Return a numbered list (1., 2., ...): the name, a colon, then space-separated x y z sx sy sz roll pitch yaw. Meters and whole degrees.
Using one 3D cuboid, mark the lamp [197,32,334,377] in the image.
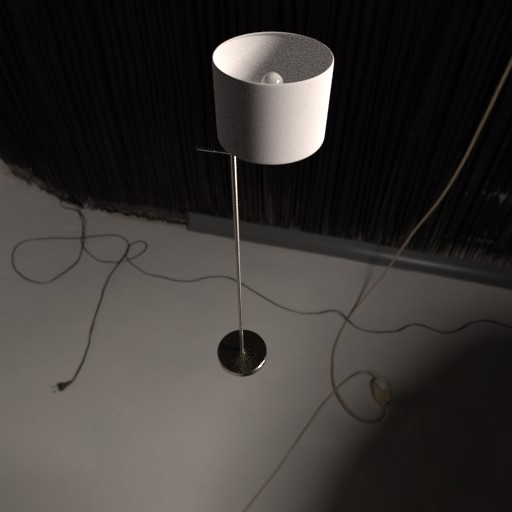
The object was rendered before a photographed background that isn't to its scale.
1. lamp: 0.000 0.000 1.776 0.416 1.600 0.324 10 48 9
